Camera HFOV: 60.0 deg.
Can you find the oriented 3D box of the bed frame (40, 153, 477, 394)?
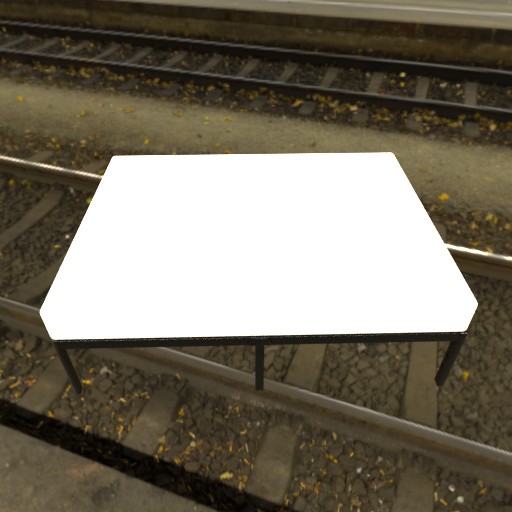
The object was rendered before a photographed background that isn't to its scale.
[{"bbox_3d":[0.000,0.000,2.838,2.072,0.659,1.557,-1,40,-1],"label":"bed frame"}]
